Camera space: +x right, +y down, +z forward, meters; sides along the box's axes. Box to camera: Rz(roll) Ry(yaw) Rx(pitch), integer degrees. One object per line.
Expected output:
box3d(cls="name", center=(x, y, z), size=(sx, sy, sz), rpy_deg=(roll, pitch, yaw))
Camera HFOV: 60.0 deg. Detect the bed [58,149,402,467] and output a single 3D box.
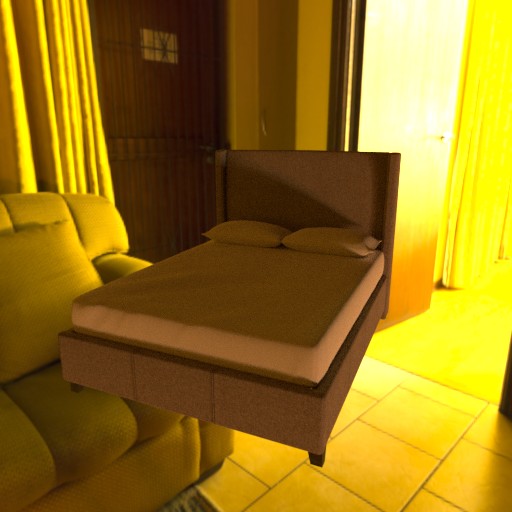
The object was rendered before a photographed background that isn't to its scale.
box3d(cls="bed", center=(0.000, 0.000, 3.311), size=(1.714, 1.481, 2.245), rpy_deg=(7, 17, 23))
